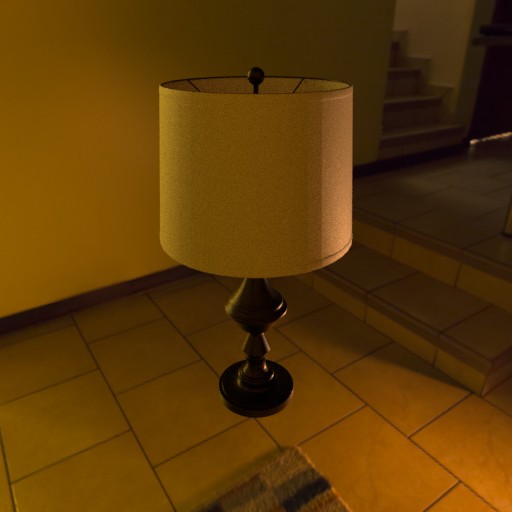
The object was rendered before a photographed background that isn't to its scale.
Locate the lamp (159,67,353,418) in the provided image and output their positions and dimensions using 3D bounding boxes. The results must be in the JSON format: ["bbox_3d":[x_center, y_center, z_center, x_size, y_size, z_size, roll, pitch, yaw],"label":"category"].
[{"bbox_3d":[0.000,0.000,0.924,0.383,0.726,0.383,0,26,0],"label":"lamp"}]
